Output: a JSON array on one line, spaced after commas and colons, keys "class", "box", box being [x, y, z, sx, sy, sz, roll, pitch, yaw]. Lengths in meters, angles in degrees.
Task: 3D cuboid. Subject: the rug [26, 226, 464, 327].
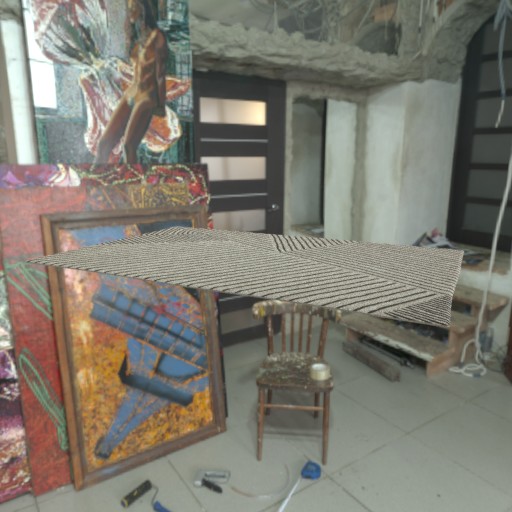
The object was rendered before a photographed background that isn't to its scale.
[{"class": "rug", "box": [0.000, 0.000, 2.870, 2.406, 0.023, 1.539, 6, 14, 26]}]
